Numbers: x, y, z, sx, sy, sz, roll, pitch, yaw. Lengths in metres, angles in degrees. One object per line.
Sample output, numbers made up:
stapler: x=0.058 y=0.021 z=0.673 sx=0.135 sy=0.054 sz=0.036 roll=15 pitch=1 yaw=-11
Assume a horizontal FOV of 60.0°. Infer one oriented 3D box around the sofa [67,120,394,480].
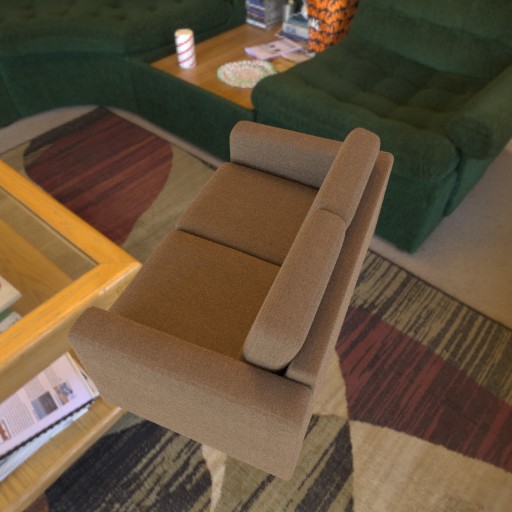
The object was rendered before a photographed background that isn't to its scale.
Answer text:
sofa: x=0.000 y=0.000 z=2.012 sx=0.900 sy=0.800 sz=1.520 roll=17 pitch=50 yaw=15
